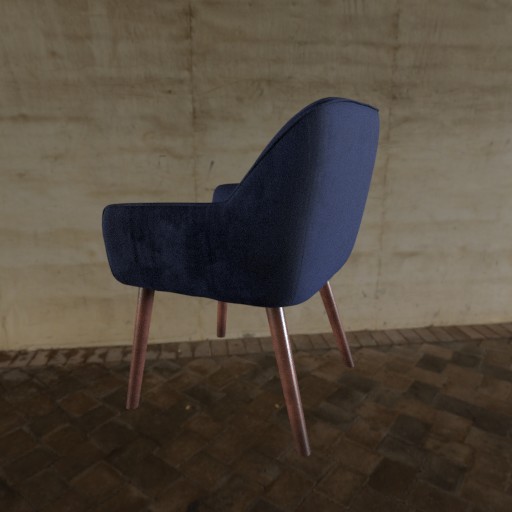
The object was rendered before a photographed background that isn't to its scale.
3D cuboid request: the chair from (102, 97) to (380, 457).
[{"bbox_3d":[0.000,0.000,1.275,0.600,0.820,0.600,7,16,24],"label":"chair"}]
